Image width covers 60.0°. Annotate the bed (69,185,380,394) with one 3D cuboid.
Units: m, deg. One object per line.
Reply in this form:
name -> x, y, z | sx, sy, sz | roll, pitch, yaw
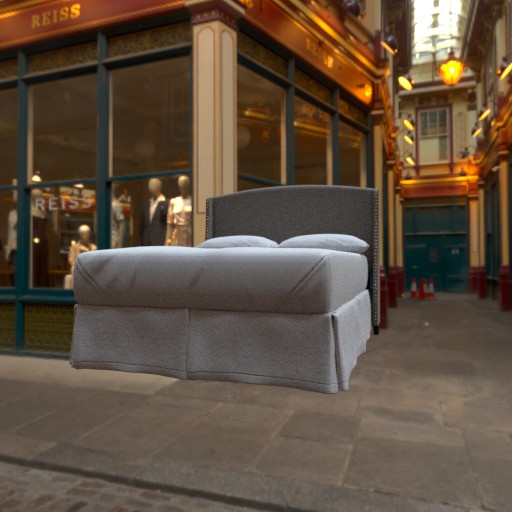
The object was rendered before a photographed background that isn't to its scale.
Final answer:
bed -> 0.000, 0.000, 3.407 | 1.710, 1.407, 2.237 | 0, -1, 19
